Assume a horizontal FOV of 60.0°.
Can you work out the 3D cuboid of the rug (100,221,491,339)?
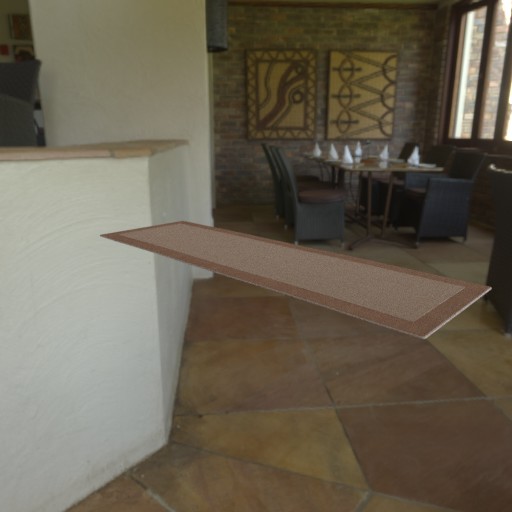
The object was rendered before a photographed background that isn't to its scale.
[{"bbox_3d":[0.000,0.000,2.682,2.430,0.012,0.767,14,21,42],"label":"rug"}]
